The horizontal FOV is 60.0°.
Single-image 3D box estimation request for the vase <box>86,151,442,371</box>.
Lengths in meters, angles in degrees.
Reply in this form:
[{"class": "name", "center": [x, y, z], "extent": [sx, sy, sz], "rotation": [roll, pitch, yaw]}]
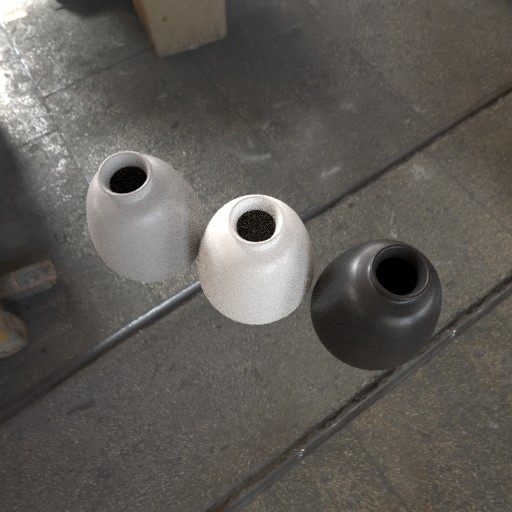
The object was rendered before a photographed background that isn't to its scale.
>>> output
[{"class": "vase", "center": [0.000, 0.000, 0.354], "extent": [0.297, 0.122, 0.097], "rotation": [20, 68, 9]}]
